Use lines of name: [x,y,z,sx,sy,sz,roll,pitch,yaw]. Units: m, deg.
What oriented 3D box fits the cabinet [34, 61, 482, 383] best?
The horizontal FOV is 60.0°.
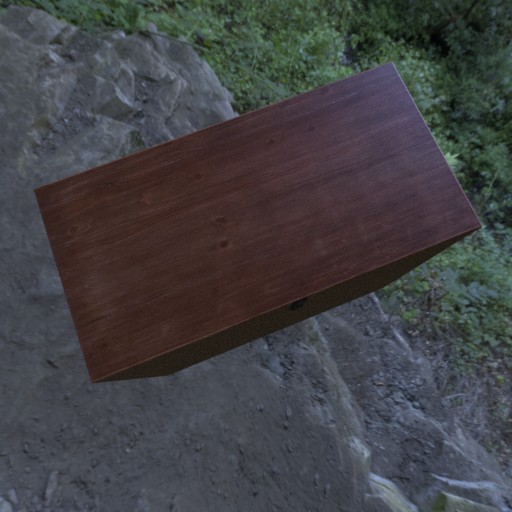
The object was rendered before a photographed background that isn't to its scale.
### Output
cabinet: [0.000,0.000,1.255,0.796,0.785,0.412,-21,77,-5]
